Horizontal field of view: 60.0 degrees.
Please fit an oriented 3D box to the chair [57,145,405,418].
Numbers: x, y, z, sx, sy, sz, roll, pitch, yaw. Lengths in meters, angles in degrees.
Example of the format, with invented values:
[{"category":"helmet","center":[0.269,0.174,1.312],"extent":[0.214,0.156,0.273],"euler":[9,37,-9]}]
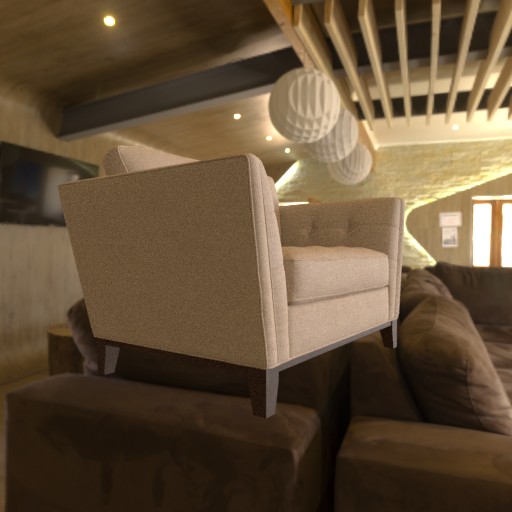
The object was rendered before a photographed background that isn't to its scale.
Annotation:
[{"category":"chair","center":[0.000,0.000,2.059],"extent":[0.965,0.940,1.397],"euler":[1,1,36]}]
